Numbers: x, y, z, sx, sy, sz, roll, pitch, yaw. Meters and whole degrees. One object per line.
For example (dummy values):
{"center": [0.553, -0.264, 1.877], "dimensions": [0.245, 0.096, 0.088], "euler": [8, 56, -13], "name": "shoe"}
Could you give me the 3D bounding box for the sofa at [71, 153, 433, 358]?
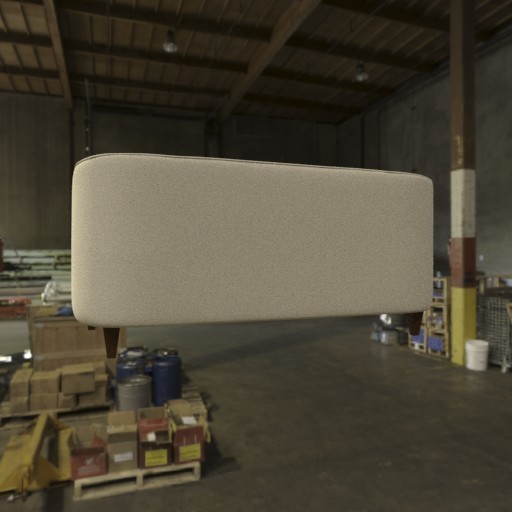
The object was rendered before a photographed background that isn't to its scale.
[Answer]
{"center": [0.000, 0.000, 2.282], "dimensions": [1.733, 0.855, 0.941], "euler": [0, 0, -19], "name": "sofa"}
